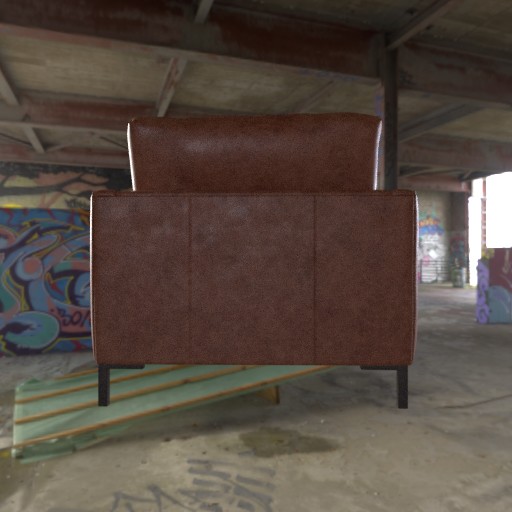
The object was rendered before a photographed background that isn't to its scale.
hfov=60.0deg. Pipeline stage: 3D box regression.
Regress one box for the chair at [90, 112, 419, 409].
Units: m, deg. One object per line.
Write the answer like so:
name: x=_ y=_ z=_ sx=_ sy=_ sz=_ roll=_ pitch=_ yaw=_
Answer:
chair: x=0.000 y=0.000 z=1.682 sx=0.967 sy=0.869 sz=0.862 roll=0 pitch=0 yaw=1
